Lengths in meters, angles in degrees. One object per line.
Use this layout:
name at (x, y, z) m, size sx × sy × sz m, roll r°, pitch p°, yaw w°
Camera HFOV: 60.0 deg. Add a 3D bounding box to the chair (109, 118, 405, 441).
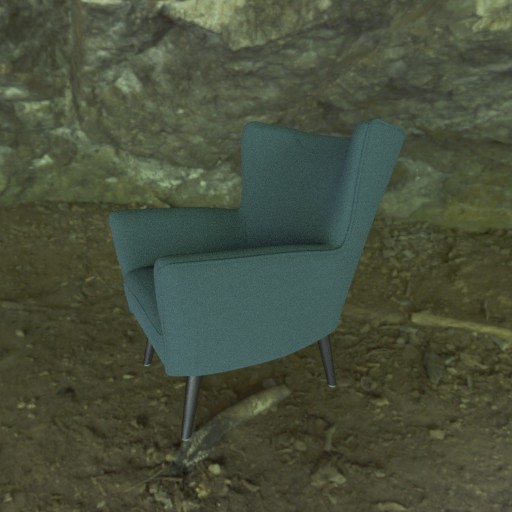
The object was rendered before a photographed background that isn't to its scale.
chair at (0.000, 0.000, 1.585) m, size 0.888 × 0.933 × 0.781 m, roll -8°, pitch 18°, yaw -26°
